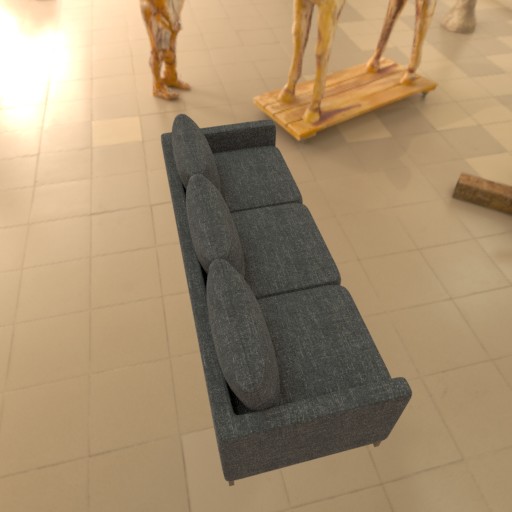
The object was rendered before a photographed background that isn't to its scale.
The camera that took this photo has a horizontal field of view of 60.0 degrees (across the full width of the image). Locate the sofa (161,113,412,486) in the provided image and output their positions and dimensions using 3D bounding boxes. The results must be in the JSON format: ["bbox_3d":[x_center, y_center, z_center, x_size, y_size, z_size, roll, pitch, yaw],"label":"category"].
[{"bbox_3d":[0.000,0.000,2.660,0.859,0.874,2.218,-11,49,-9],"label":"sofa"}]
